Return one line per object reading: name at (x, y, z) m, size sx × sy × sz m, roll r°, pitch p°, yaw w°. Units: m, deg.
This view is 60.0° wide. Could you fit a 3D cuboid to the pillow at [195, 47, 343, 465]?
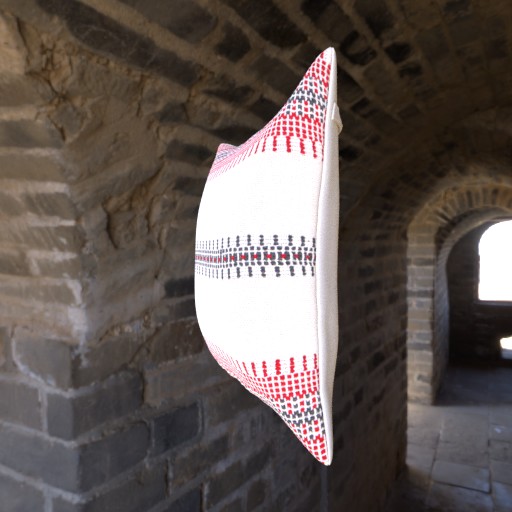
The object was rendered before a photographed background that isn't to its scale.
pillow at (0.000, 0.000, 0.693) m, size 0.160 × 0.454 × 0.463 m, roll 0°, pitch 1°, yaw -19°
